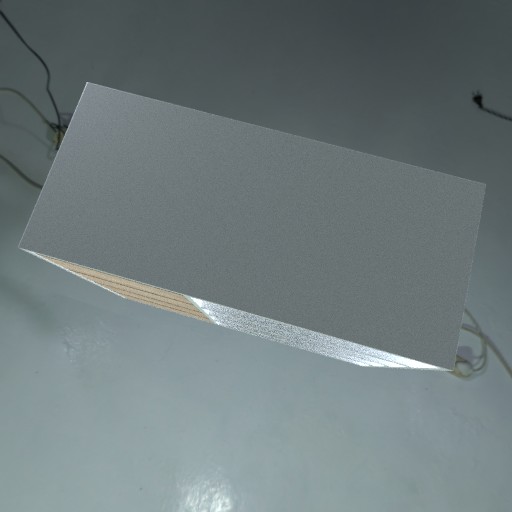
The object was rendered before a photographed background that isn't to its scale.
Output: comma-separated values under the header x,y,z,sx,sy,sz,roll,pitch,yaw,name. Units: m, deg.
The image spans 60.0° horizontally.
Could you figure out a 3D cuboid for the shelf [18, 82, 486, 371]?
x,y,z,sx,sy,sz,roll,pitch,yaw,name
0.000,0.000,1.273,0.895,0.732,0.396,15,77,4,shelf
